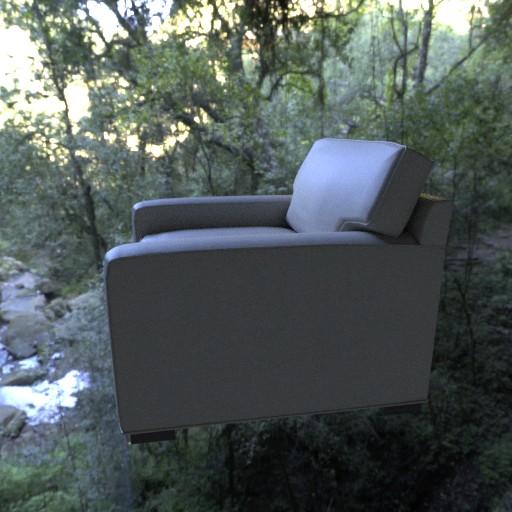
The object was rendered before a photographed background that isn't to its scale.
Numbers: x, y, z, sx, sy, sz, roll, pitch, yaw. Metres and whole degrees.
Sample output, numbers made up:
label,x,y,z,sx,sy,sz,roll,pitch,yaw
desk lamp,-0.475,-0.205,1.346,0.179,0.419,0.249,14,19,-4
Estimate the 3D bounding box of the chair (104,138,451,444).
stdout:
label,x,y,z,sx,sy,sz,roll,pitch,yaw
chair,0.000,0.000,1.797,1.043,0.913,0.998,-3,16,-9
